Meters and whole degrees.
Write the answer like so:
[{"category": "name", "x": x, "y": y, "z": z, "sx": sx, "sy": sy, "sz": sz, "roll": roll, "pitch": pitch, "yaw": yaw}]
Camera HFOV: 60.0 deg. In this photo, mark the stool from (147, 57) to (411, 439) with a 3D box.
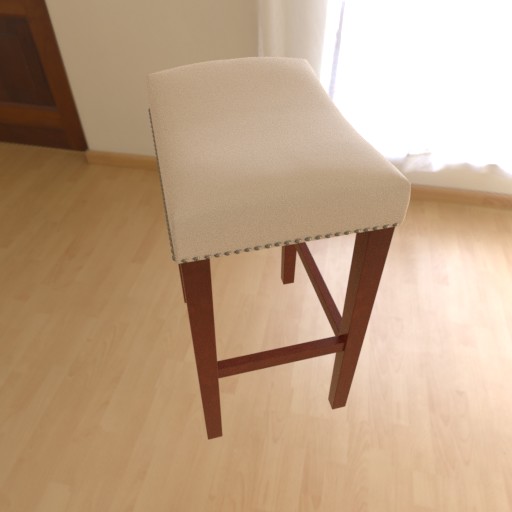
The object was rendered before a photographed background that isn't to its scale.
[{"category": "stool", "x": 0.000, "y": 0.000, "z": 1.036, "sx": 0.372, "sy": 0.742, "sz": 0.504, "roll": -10, "pitch": 46, "yaw": -10}]
